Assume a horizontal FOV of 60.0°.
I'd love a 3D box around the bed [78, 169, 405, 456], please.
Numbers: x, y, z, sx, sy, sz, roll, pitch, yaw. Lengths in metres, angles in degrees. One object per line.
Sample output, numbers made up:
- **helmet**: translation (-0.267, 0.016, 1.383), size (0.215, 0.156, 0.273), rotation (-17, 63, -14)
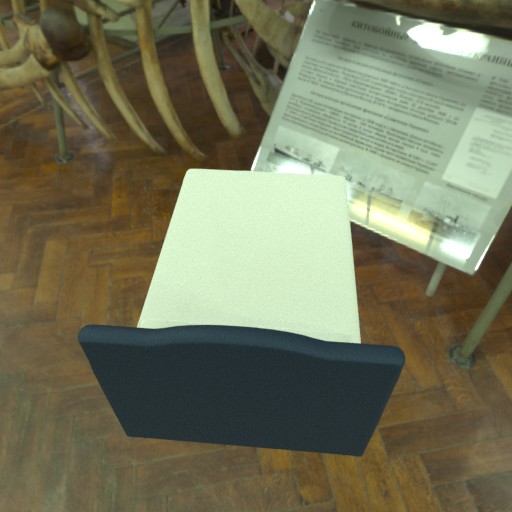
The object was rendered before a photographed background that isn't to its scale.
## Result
- **bed**: translation (0.000, 0.000, 3.538), size (1.741, 1.441, 2.507), rotation (4, 47, 3)
